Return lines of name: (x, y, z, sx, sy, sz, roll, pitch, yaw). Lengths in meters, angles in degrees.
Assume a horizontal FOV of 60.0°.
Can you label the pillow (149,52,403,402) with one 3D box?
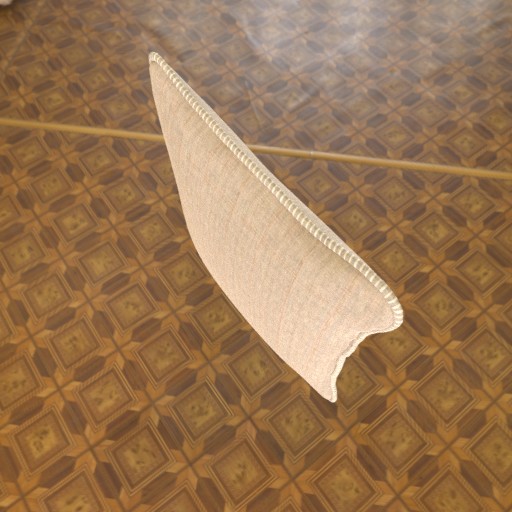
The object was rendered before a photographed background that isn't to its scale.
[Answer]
pillow: (0.000, 0.000, 0.726, 0.124, 0.494, 0.485, -34, 67, -17)
